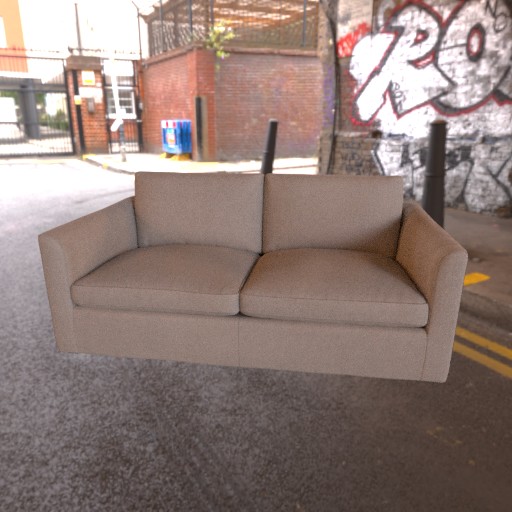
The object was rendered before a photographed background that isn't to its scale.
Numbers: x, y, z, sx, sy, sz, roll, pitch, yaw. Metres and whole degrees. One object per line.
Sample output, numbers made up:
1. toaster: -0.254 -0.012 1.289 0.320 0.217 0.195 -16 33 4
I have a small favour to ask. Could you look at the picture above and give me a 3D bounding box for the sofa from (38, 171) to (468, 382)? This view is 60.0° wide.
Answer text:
1. sofa: 0.000 0.000 2.481 1.905 0.839 1.091 3 17 8
